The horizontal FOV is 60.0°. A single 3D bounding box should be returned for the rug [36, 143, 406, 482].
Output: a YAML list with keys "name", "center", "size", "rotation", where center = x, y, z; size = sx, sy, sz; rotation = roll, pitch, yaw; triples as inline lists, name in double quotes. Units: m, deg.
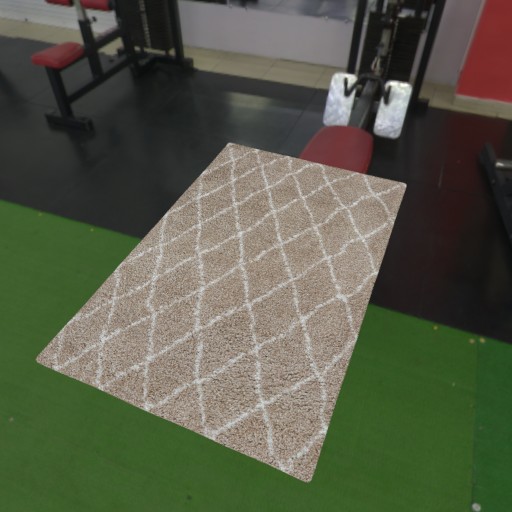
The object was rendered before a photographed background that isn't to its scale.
- name: "rug"
  center: [0.000, 0.000, 3.358]
  size: [1.778, 0.030, 2.743]
  rotation: [17, 48, 16]
